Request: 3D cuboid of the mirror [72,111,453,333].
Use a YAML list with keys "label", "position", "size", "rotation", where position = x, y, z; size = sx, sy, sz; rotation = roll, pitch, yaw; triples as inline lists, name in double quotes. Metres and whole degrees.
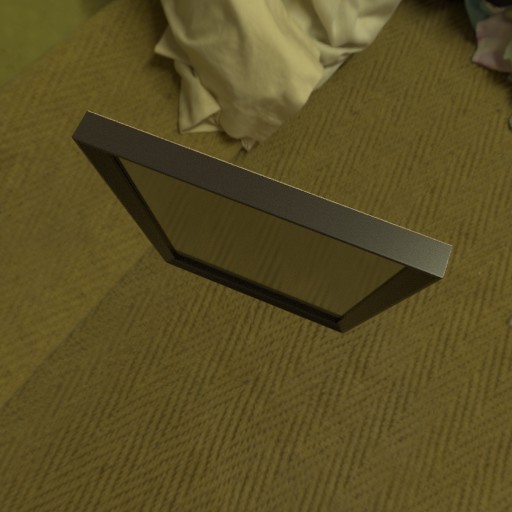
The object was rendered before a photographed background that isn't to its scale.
- label: "mirror"
  position: [0.000, 0.000, 0.697]
  size: [0.406, 0.509, 0.041]
  rotation: [21, 75, 6]
